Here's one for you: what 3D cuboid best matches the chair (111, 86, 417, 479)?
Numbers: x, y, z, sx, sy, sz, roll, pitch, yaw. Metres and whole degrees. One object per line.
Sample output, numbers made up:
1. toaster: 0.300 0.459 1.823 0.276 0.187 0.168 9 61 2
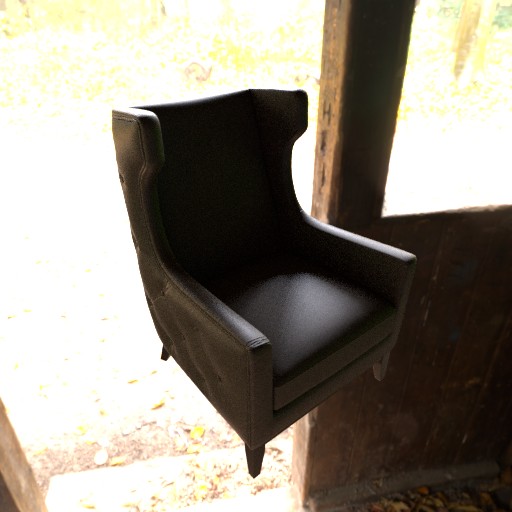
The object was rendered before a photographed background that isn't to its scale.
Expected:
1. chair: 0.000 0.000 1.647 0.769 1.079 0.899 -23 38 -33
